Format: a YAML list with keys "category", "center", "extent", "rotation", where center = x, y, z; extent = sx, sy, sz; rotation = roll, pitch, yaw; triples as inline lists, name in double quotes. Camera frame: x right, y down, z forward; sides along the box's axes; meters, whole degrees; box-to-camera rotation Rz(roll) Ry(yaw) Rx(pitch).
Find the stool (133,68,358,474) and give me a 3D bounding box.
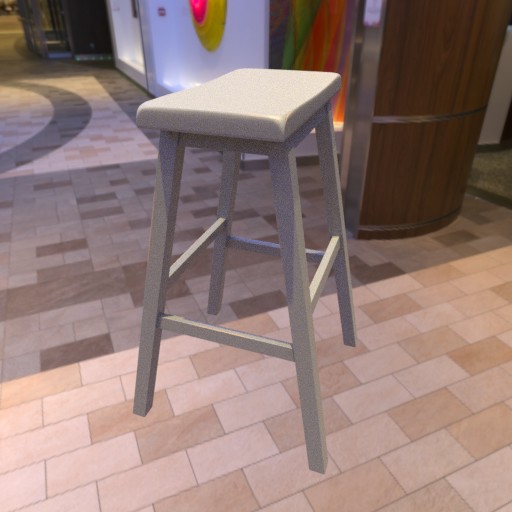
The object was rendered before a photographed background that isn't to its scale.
- category: "stool"
  center: [0.000, 0.000, 1.014]
  extent: [0.476, 0.737, 0.457]
  rotation: [10, 32, 17]
